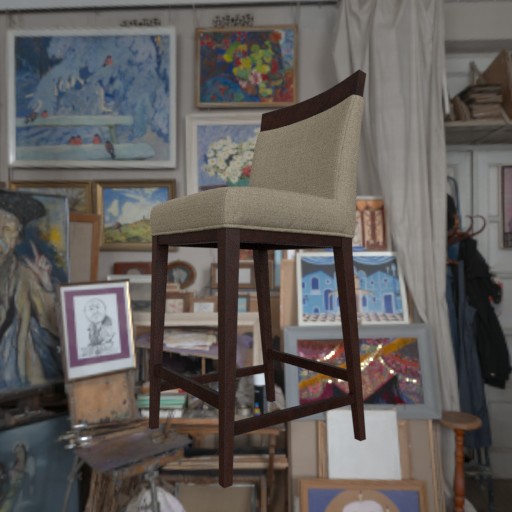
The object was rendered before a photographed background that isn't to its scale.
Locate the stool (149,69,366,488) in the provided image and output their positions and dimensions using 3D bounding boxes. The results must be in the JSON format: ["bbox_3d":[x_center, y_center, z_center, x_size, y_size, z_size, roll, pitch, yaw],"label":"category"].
[{"bbox_3d":[0.000,0.000,1.273,0.480,1.011,0.463,0,-1,-35],"label":"stool"}]
